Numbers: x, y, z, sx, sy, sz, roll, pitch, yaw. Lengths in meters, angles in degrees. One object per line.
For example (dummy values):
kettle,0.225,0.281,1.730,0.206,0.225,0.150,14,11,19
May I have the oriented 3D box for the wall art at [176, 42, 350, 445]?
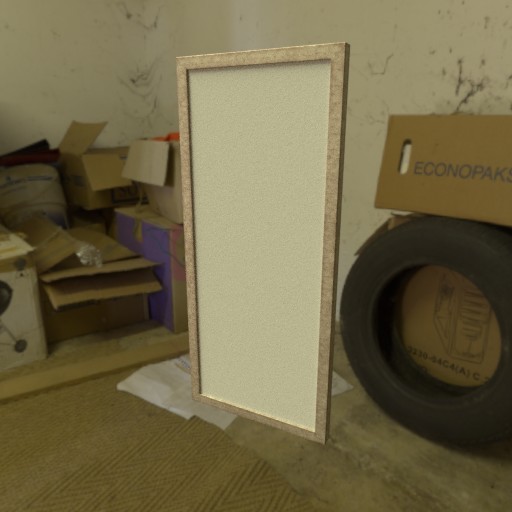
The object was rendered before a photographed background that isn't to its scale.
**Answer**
wall art,0.000,0.000,1.723,0.648,1.461,0.051,8,18,27
